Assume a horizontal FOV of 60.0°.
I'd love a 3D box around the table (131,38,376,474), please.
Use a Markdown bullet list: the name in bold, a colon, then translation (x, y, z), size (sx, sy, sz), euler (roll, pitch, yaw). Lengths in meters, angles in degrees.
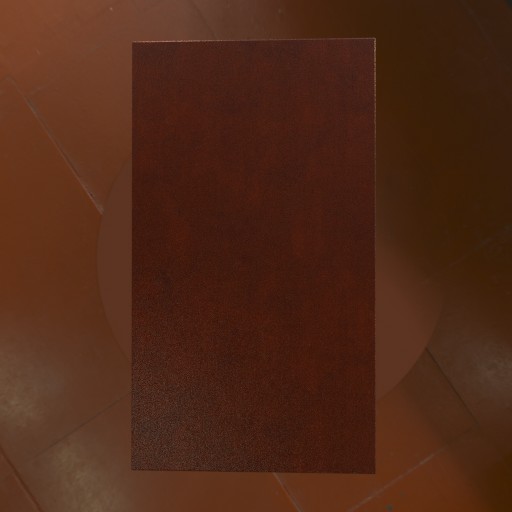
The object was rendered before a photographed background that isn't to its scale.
- **table**: translation (0.000, 0.000, 1.191), size (0.533, 0.456, 0.943), euler (0, 90, 2)
